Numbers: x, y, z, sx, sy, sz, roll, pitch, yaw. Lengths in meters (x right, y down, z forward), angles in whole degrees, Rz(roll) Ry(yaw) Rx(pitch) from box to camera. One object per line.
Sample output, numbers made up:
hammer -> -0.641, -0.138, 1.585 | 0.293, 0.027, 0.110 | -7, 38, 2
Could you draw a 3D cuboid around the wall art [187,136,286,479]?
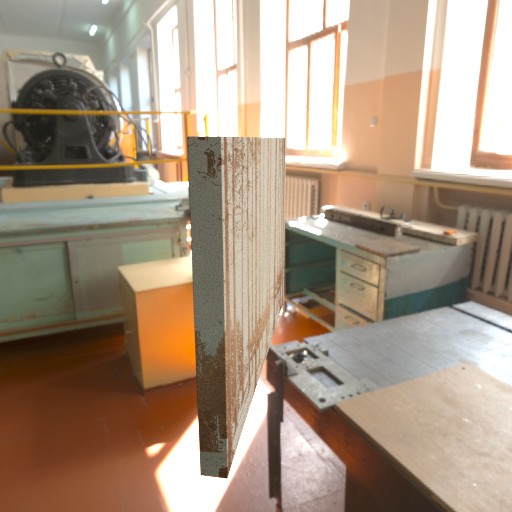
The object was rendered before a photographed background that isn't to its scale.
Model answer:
wall art -> 0.000, 0.000, 0.783 | 0.035, 0.405, 0.609 | 3, 15, 9
